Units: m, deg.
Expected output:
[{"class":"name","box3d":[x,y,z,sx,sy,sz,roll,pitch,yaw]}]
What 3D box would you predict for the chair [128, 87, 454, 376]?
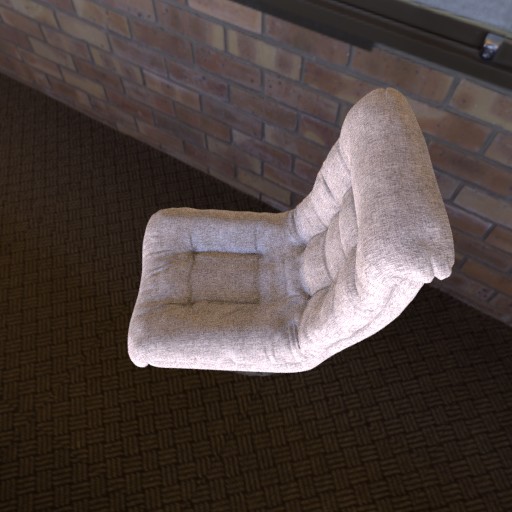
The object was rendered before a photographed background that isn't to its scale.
[{"class":"chair","box3d":[0.000,0.000,0.951,0.583,0.600,0.400,0,60,0]}]
